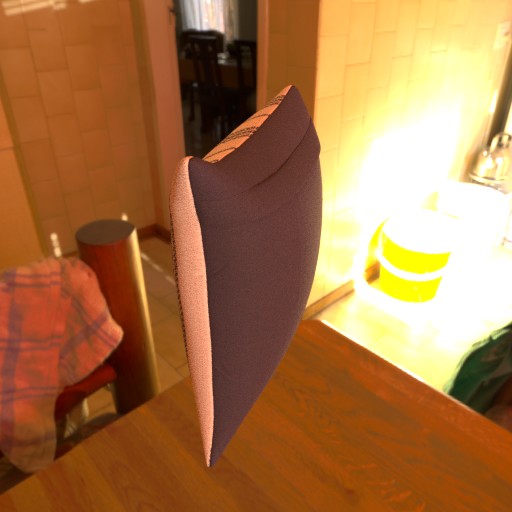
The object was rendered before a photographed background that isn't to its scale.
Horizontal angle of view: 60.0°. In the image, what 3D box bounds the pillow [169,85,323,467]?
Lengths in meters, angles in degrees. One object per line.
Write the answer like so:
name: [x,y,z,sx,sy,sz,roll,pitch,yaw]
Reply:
pillow: [0.000,0.000,0.635,0.173,0.406,0.405,9,31,14]
